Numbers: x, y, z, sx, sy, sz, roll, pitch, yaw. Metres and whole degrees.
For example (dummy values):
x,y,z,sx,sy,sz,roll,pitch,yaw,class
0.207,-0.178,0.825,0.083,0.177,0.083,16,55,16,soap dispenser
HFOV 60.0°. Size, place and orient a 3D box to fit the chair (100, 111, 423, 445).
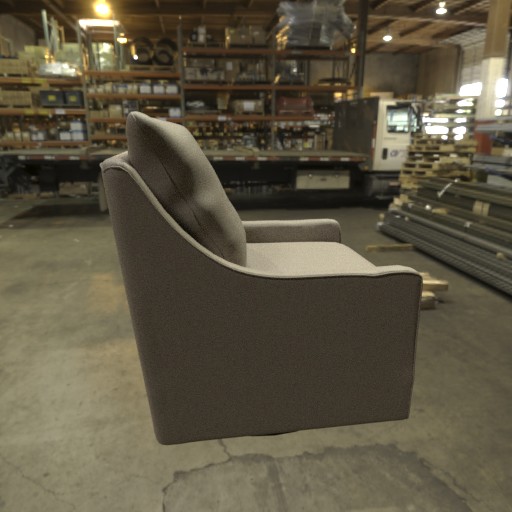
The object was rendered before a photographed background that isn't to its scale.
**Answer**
x,y,z,sx,sy,sz,roll,pitch,yaw,class
0.000,0.000,1.552,0.876,0.942,0.760,-3,16,-9,chair
